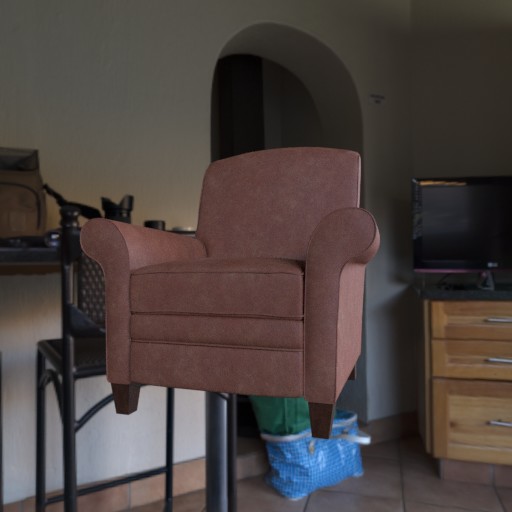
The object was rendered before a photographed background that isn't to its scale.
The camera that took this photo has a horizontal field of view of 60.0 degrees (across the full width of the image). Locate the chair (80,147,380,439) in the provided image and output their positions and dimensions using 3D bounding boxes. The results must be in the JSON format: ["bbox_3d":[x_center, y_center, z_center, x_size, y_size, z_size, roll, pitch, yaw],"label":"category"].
[{"bbox_3d":[0.000,0.000,1.763,0.978,1.061,0.902,-1,-2,18],"label":"chair"}]
